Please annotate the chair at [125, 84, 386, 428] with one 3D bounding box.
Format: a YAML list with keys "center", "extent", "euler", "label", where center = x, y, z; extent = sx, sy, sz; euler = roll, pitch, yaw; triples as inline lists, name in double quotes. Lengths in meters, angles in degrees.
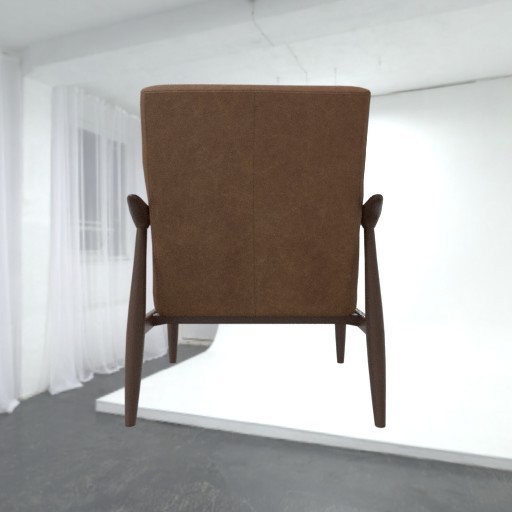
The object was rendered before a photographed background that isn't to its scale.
- center: [0.000, 0.000, 1.438]
  extent: [0.741, 0.832, 0.798]
  euler: [0, 0, 0]
  label: "chair"
